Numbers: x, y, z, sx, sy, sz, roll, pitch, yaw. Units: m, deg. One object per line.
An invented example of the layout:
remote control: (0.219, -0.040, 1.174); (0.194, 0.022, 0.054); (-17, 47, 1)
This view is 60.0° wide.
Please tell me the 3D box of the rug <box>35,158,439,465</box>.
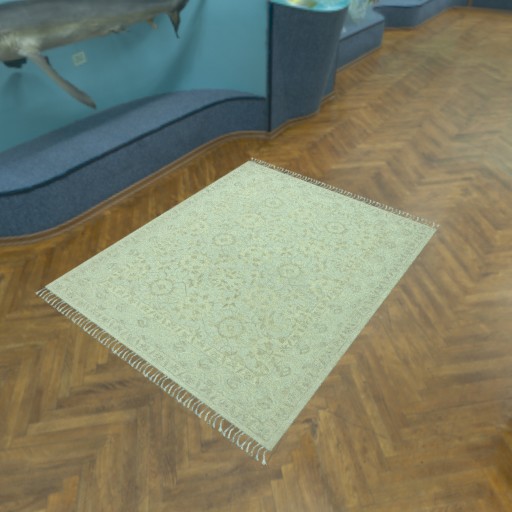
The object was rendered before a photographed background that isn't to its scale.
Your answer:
rug: (0.000, 0.000, 4.117); (2.444, 0.013, 3.043); (26, 46, 28)
